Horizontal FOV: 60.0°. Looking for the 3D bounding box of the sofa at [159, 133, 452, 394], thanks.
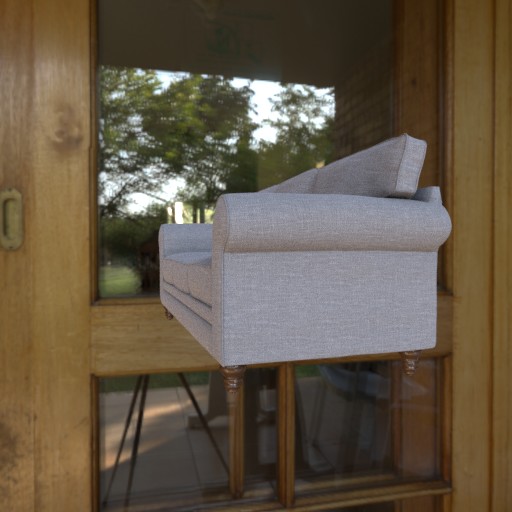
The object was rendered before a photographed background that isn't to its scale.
[{"bbox_3d":[0.000,0.000,2.535,0.916,0.961,2.084,0,1,-18],"label":"sofa"}]
